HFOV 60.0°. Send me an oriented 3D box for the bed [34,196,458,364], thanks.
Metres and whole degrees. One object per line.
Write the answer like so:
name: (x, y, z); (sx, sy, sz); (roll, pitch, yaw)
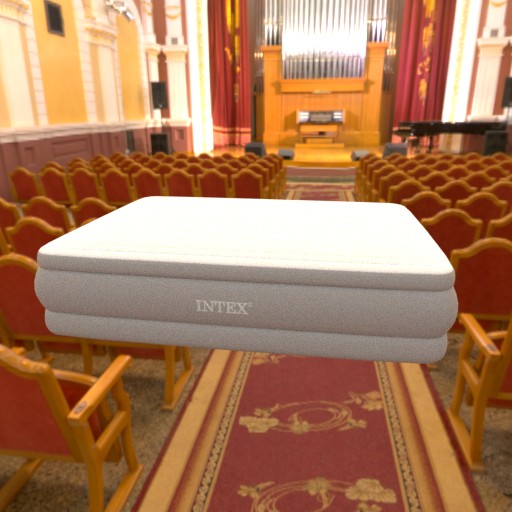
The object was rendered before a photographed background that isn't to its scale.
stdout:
bed: (0.000, 0.000, 2.667); (2.036, 0.460, 1.520); (3, 19, 8)
